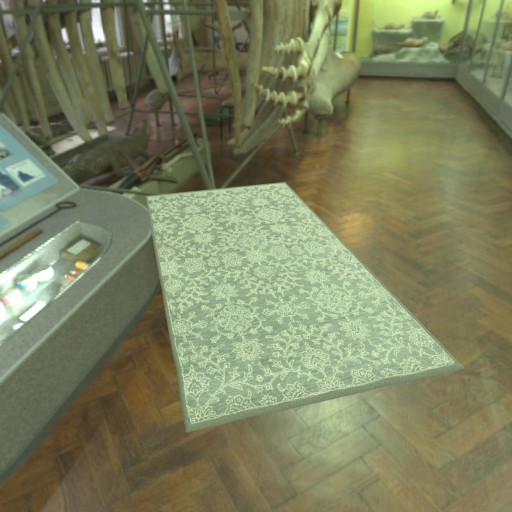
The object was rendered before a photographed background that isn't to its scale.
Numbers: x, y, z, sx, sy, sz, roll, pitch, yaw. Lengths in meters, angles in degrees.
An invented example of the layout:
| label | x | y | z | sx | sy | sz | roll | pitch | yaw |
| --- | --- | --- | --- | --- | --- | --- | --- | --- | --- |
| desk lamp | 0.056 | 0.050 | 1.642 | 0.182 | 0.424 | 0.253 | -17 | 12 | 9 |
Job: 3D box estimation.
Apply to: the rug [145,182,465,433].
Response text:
| label | x | y | z | sx | sy | sz | roll | pitch | yaw |
| --- | --- | --- | --- | --- | --- | --- | --- | --- | --- |
| rug | 0.000 | 0.000 | 3.545 | 1.546 | 0.011 | 3.048 | -8 | 31 | -14 |
